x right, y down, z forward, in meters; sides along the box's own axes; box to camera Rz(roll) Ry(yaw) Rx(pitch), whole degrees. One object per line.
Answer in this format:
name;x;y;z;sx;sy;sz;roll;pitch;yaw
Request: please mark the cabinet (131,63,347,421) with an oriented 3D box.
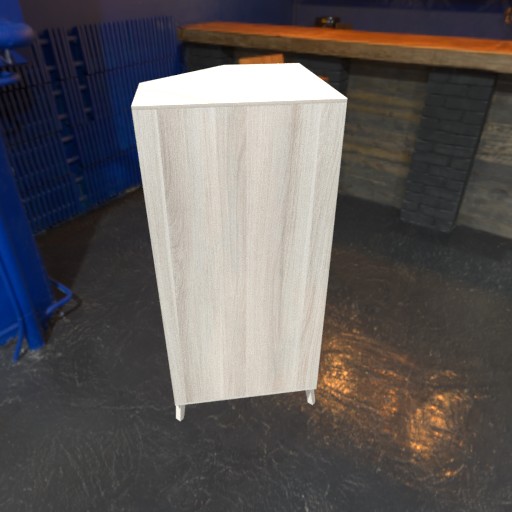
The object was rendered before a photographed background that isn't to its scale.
cabinet;0.000;0.000;2.657;0.969;1.957;1.272;22;38;30
